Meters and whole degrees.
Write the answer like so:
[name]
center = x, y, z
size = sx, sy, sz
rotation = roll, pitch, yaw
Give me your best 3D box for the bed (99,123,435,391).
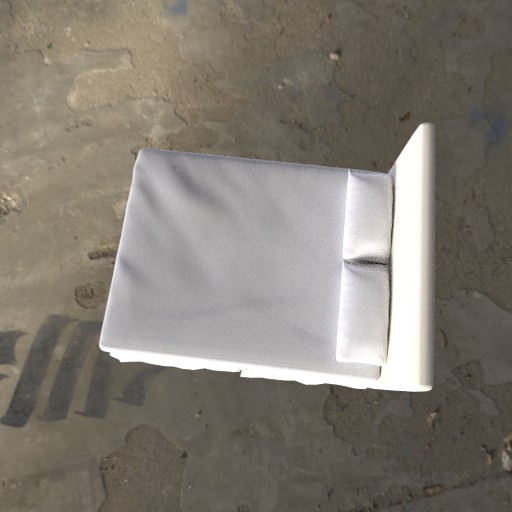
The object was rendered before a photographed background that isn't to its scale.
[bed]
center = 0.000, 0.000, 3.248
size = 2.142, 1.330, 1.713
rotation = 6, 74, 2
